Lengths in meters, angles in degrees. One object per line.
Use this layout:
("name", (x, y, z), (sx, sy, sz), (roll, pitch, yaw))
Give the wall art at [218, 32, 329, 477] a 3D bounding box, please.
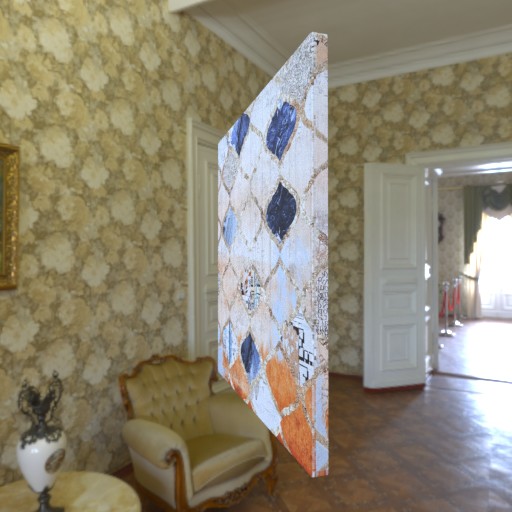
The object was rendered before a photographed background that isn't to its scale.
("wall art", (0.000, 0.000, 1.343), (0.039, 0.914, 0.912), (0, -1, -17))
